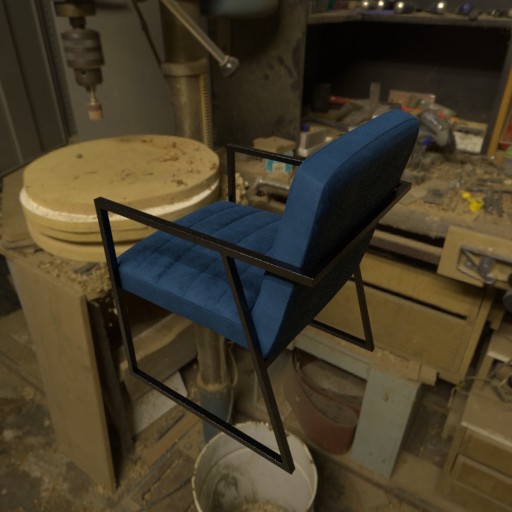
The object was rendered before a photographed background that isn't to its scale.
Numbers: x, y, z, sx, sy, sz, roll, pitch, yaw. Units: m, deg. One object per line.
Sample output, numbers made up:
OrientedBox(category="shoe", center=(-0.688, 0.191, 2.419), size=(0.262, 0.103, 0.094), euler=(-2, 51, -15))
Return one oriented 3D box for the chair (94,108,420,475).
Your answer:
OrientedBox(category="chair", center=(0.000, 0.000, 1.283), size=(0.677, 0.833, 0.571), euler=(20, 37, 29))
